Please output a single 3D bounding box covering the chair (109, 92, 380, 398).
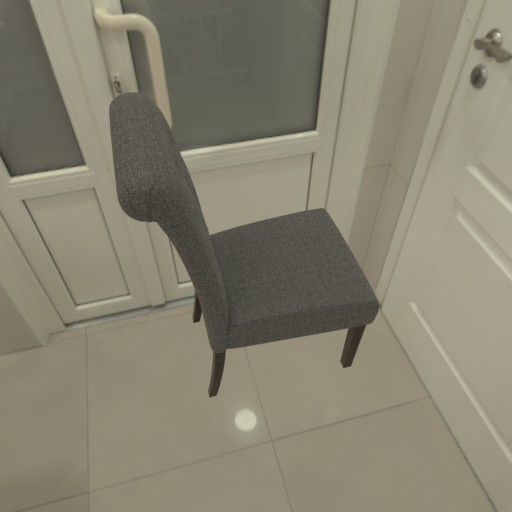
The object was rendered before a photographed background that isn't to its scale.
[{"bbox_3d":[0.000,0.000,1.392,0.671,1.006,0.456,-11,48,-10],"label":"chair"}]
